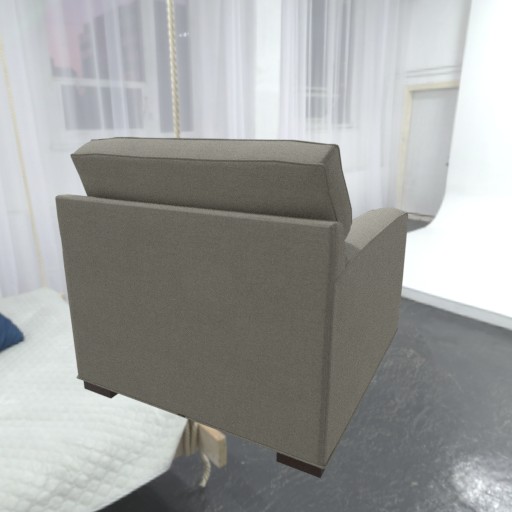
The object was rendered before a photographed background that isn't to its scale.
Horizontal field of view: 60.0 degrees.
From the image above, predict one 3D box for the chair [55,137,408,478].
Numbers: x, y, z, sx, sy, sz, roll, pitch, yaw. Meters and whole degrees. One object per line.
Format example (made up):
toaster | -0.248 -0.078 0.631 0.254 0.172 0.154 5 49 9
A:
chair | 0.000 0.000 1.779 0.999 0.934 1.044 9 18 27
